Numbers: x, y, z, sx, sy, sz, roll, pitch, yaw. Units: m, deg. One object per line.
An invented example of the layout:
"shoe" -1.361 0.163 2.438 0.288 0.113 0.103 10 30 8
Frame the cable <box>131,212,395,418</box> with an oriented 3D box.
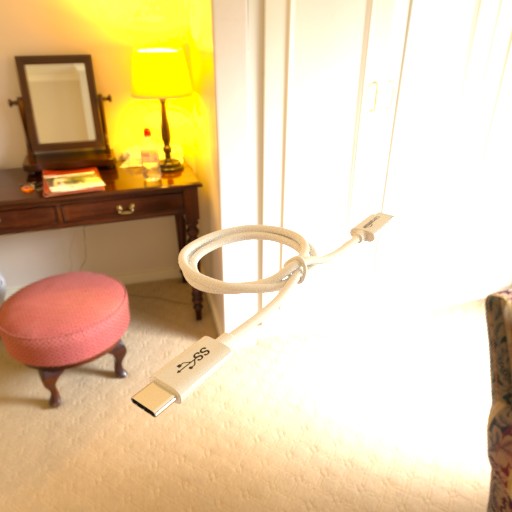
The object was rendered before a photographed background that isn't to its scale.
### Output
"cable" 0.000 0.000 0.210 0.070 0.014 0.186 19 33 32
